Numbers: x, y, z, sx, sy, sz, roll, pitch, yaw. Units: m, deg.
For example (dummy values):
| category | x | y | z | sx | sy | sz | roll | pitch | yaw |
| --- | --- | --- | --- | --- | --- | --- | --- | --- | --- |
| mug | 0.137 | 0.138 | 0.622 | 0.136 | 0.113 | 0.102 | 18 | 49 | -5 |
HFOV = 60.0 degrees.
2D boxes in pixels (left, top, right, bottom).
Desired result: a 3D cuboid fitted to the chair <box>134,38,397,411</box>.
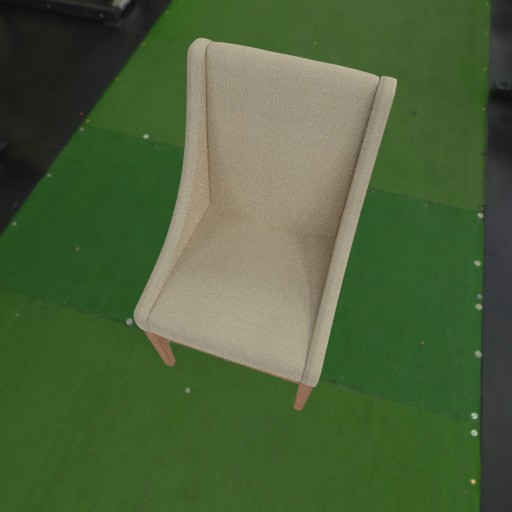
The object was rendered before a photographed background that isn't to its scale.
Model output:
| category | x | y | z | sx | sy | sz | roll | pitch | yaw |
| --- | --- | --- | --- | --- | --- | --- | --- | --- | --- |
| chair | 0.000 | 0.000 | 1.393 | 0.575 | 1.021 | 0.611 | 16 | 60 | 10 |
